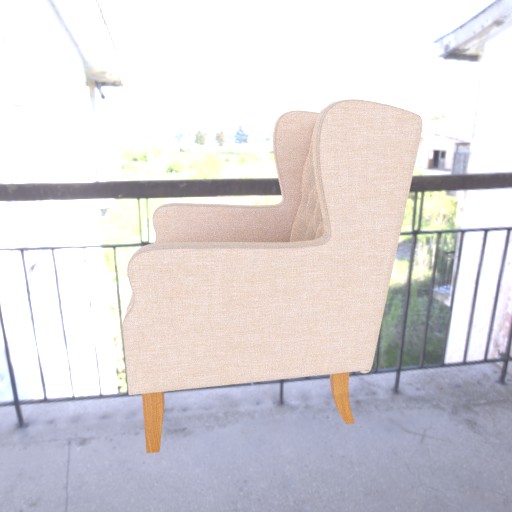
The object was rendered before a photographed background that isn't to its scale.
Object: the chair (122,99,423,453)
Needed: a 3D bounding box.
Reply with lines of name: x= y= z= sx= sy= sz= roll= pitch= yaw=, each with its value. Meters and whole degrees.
chair: x=0.000 y=0.000 z=1.446 sx=0.760 sy=0.930 sz=0.710 roll=-2 pitch=16 yaw=-7
